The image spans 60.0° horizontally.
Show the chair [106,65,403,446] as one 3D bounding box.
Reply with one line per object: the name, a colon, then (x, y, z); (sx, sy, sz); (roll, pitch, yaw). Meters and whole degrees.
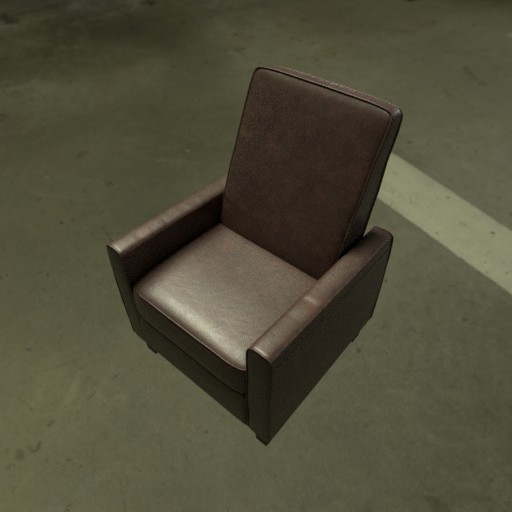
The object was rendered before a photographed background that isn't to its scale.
chair: (0.000, 0.000, 1.539); (0.705, 1.013, 0.746); (31, 53, 27)
